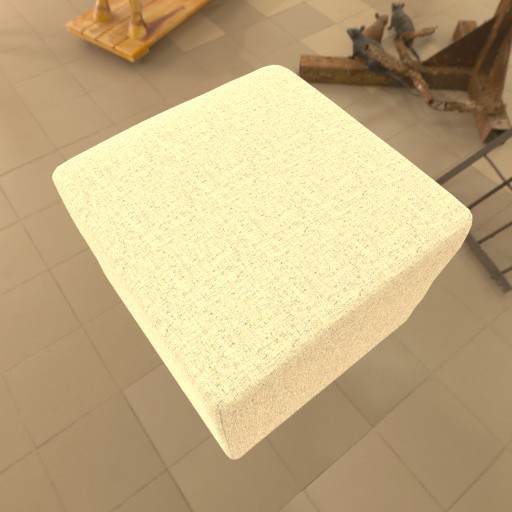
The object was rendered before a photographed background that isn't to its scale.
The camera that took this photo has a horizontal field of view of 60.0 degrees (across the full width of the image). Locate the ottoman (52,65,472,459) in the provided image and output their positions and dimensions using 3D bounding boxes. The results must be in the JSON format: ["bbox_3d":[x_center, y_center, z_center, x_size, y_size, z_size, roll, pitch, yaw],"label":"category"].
[{"bbox_3d":[0.000,0.000,0.887,0.512,0.453,0.521,-33,64,-19],"label":"ottoman"}]
